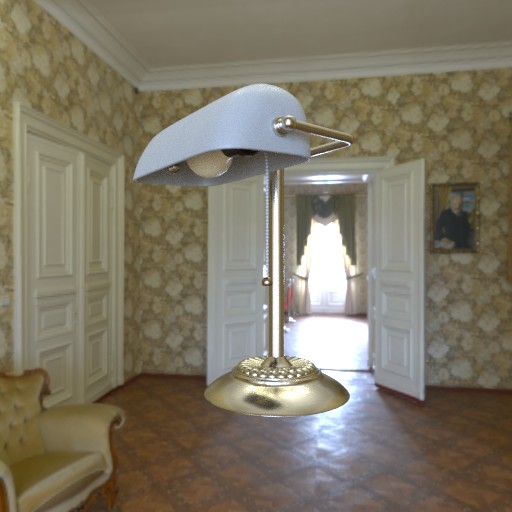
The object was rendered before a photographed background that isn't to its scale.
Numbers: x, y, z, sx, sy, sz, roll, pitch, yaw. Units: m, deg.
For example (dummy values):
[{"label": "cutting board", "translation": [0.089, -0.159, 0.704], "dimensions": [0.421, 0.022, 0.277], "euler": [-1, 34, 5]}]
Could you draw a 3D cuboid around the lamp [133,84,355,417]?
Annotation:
[{"label": "lamp", "translation": [0.000, 0.000, 0.535], "dimensions": [0.243, 0.339, 0.264], "euler": [1, -1, -37]}]
